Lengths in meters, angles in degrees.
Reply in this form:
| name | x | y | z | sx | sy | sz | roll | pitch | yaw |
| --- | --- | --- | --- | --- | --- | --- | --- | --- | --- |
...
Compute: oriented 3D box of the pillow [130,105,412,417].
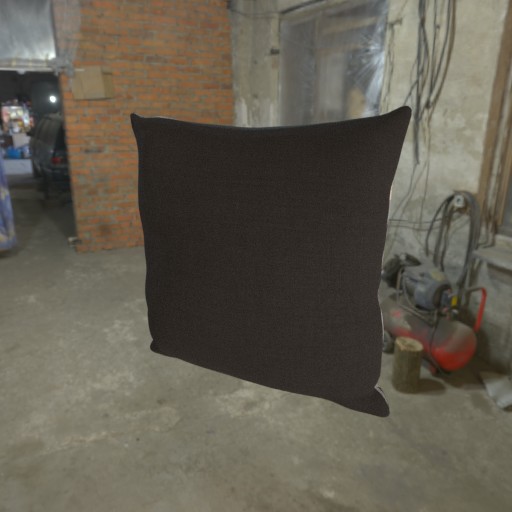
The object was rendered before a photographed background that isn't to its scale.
| name | x | y | z | sx | sy | sz | roll | pitch | yaw |
| --- | --- | --- | --- | --- | --- | --- | --- | --- | --- |
| pillow | 0.000 | 0.000 | 0.779 | 0.503 | 0.496 | 0.208 | 9 | 20 | 25 |
